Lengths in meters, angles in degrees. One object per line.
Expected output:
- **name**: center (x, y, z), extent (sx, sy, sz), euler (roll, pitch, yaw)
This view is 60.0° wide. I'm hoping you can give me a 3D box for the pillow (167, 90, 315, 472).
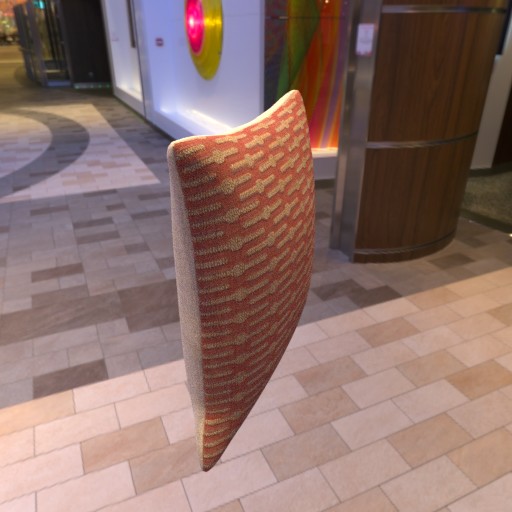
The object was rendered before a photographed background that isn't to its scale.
- **pillow**: center (0.000, 0.000, 0.782), extent (0.182, 0.503, 0.511), euler (9, 28, 17)
